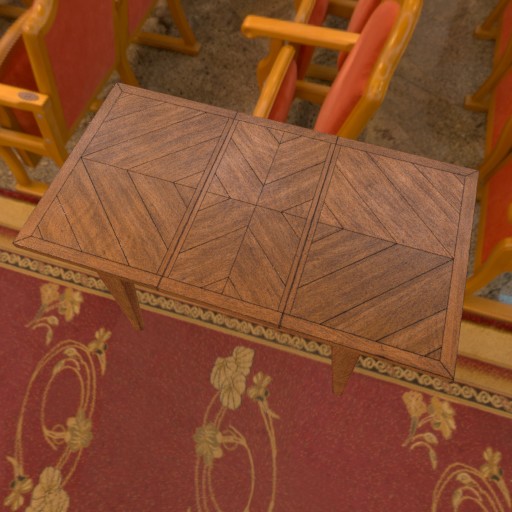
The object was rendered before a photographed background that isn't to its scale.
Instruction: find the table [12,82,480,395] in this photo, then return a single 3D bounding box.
[{"bbox_3d":[0.000,0.000,1.825,1.400,0.760,0.757,16,64,8],"label":"table"}]
